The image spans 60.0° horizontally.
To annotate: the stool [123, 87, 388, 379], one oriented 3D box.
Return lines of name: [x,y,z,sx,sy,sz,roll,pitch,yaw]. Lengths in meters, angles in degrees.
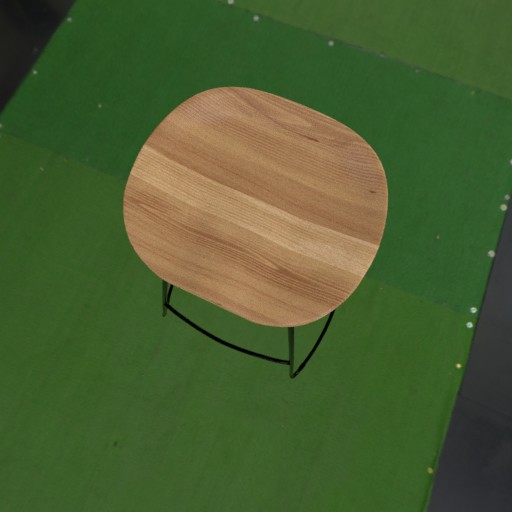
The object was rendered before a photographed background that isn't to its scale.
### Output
stool: [0.000,0.000,0.990,0.480,0.679,0.401,24,76,7]
